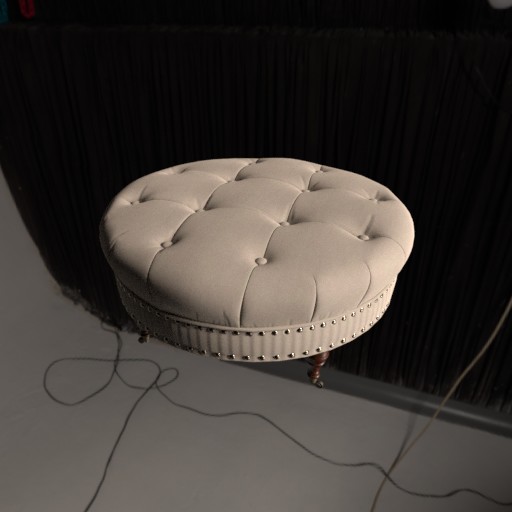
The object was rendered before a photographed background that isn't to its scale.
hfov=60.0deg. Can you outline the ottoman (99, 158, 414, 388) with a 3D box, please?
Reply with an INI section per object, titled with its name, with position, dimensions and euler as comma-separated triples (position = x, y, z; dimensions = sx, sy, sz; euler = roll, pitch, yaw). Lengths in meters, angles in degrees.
[ottoman]
position = 0.000, 0.000, 1.394
dimensions = 0.901, 0.439, 0.901
euler = 0, 30, 0
